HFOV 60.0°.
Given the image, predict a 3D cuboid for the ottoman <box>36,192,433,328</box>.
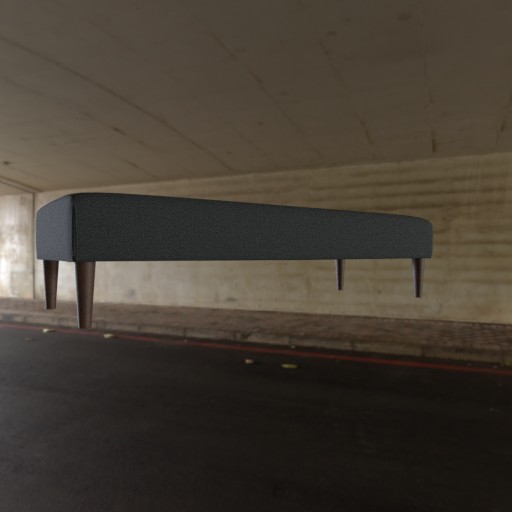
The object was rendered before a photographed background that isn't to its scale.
[{"bbox_3d":[0.000,0.000,1.874,1.609,0.393,0.646,0,0,-35],"label":"ottoman"}]
